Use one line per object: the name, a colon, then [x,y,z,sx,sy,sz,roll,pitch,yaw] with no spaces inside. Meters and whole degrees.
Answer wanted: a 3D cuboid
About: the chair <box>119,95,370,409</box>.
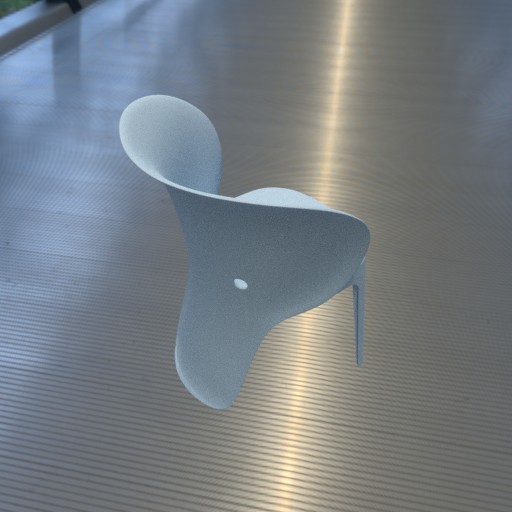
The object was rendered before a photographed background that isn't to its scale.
chair: [0.000,0.000,0.865,0.402,0.554,0.451,-25,47,-26]
